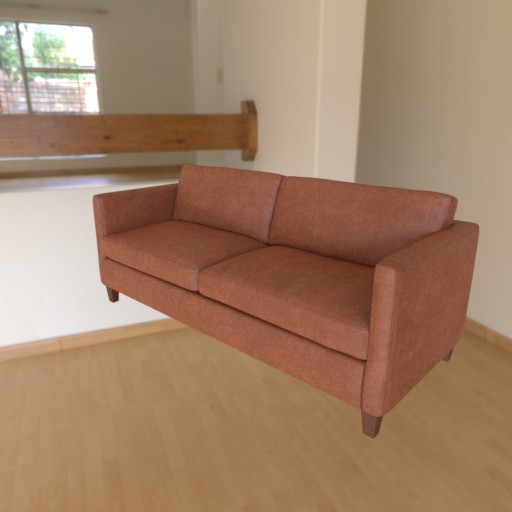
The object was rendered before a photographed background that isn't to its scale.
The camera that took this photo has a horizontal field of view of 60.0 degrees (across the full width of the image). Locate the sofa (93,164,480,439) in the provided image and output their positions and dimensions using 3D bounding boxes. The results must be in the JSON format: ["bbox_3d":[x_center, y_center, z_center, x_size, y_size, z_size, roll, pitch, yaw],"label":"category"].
[{"bbox_3d":[0.000,0.000,2.667,2.204,0.932,0.950,16,24,40],"label":"sofa"}]
